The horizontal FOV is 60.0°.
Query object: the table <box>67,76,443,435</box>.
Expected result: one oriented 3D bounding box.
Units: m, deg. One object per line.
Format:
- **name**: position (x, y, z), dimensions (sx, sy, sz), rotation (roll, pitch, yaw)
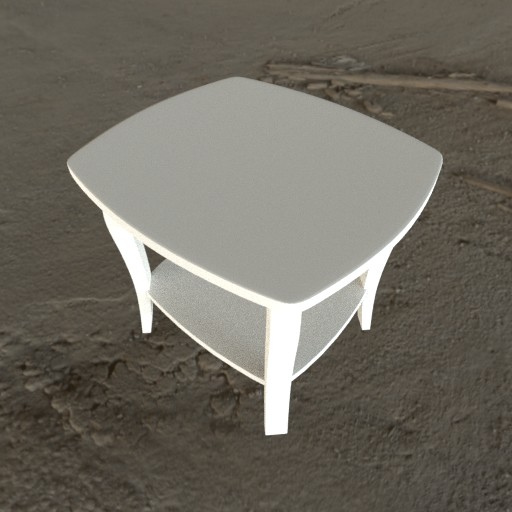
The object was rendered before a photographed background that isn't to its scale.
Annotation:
- **table**: position (0.000, 0.000, 0.839), dimensions (0.502, 0.438, 0.451), rotation (31, 53, 27)
